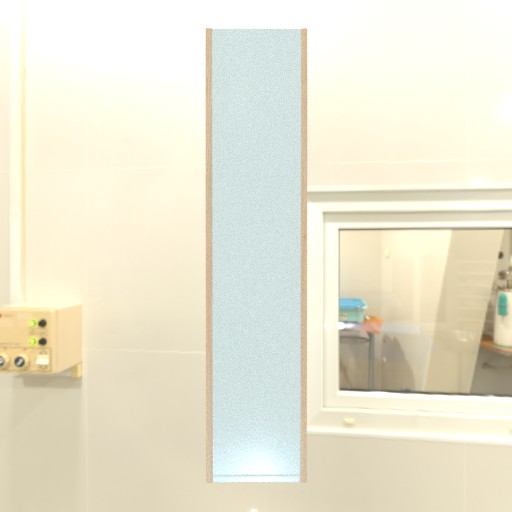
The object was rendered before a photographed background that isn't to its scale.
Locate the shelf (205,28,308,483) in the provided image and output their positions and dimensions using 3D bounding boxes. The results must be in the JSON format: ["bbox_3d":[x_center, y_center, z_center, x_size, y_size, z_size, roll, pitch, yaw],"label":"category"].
[{"bbox_3d":[0.000,0.000,1.004,0.197,0.882,0.290,0,1,0],"label":"shelf"}]
